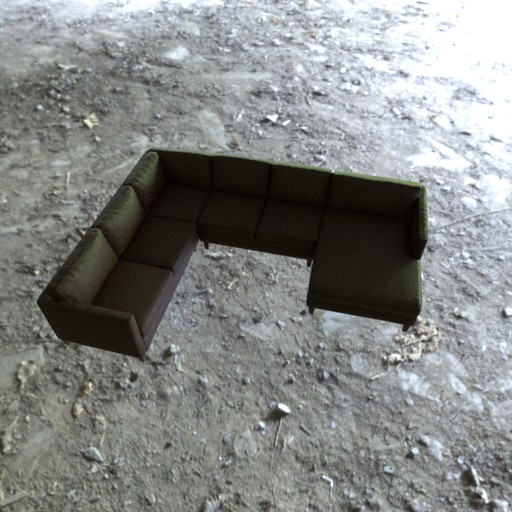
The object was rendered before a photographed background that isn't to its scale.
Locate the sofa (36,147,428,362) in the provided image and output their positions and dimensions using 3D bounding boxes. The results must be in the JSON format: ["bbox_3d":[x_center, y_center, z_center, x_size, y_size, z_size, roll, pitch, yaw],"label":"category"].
[{"bbox_3d":[0.000,0.000,4.705,3.460,0.923,2.593,10,47,9],"label":"sofa"}]
